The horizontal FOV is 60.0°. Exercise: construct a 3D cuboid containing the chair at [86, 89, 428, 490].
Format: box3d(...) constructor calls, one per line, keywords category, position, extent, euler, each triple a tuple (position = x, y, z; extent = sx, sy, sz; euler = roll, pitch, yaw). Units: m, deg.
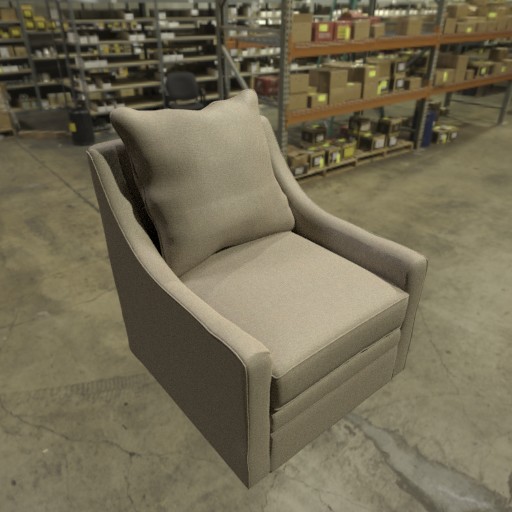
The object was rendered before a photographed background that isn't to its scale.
box3d(category="chair", position=(0.000, 0.000, 1.523), extent=(0.760, 0.942, 0.876), euler=(-22, 37, -33))
